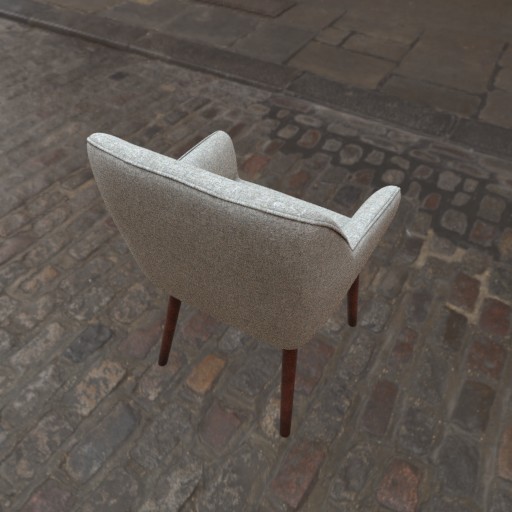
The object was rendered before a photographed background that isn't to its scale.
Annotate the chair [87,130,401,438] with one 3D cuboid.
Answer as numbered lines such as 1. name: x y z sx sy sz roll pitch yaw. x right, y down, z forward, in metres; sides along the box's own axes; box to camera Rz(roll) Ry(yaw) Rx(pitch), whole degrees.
1. chair: 0.000 0.000 1.129 0.543 0.803 0.519 23 50 21
